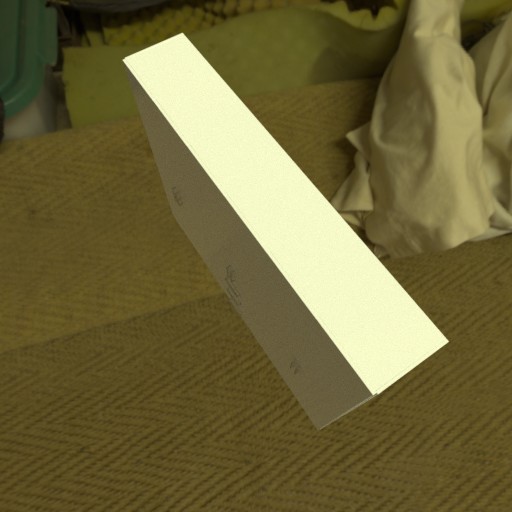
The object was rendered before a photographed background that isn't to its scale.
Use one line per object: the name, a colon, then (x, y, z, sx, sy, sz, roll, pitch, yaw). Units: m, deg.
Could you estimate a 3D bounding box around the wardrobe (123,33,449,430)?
wardrobe: (0.000, 0.000, 3.992, 0.580, 2.360, 3.000, -31, 68, -14)
